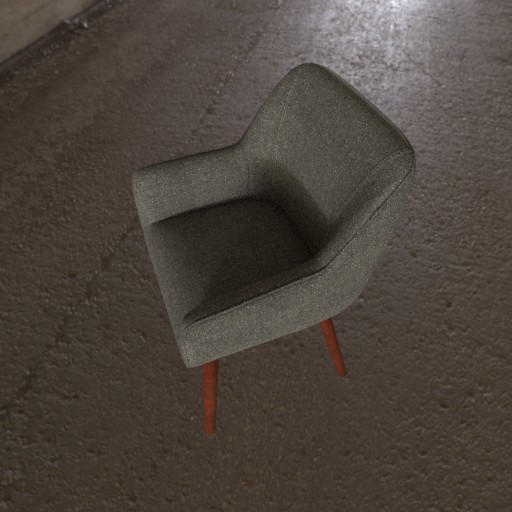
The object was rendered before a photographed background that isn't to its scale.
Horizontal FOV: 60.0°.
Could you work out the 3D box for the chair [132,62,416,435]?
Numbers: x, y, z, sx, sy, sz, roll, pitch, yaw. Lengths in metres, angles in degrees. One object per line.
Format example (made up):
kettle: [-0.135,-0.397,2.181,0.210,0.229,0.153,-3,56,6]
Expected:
chair: [0.000,0.000,1.172,0.519,0.803,0.543,-16,49,-14]
